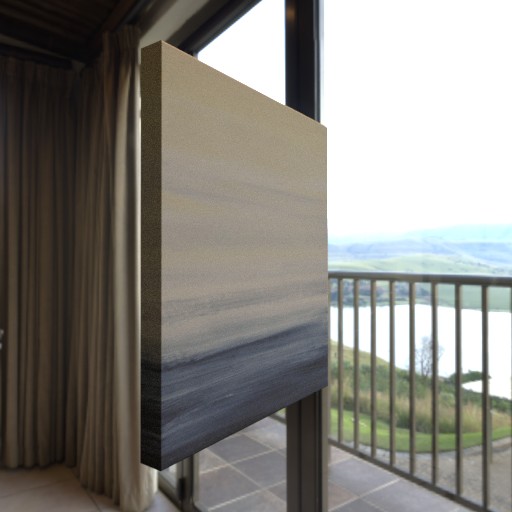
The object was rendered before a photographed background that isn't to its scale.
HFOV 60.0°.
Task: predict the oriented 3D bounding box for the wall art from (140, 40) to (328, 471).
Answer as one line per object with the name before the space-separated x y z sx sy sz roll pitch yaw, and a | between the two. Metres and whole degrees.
wall art | 0.000 0.000 0.712 0.037 0.511 0.435 0 0 36
